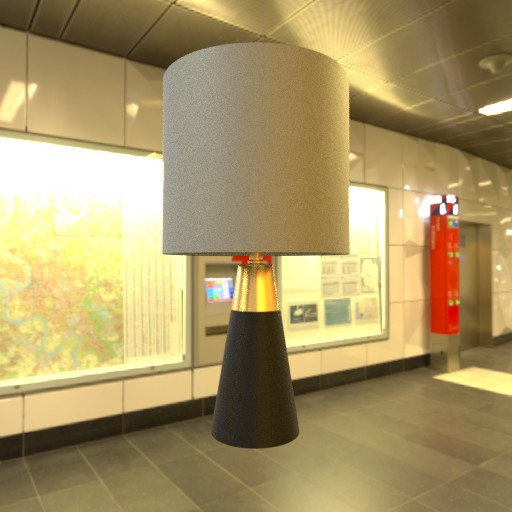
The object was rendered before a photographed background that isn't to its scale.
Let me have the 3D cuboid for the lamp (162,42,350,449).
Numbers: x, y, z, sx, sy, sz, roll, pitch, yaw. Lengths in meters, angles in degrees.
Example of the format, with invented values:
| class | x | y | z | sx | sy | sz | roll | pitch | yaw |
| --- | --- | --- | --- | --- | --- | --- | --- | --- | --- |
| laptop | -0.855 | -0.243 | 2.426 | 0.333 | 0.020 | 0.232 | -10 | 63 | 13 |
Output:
| class | x | y | z | sx | sy | sz | roll | pitch | yaw |
| --- | --- | --- | --- | --- | --- | --- | --- | --- | --- |
| lamp | 0.000 | 0.000 | 0.744 | 0.308 | 0.580 | 0.308 | -1 | -1 | 35 |
